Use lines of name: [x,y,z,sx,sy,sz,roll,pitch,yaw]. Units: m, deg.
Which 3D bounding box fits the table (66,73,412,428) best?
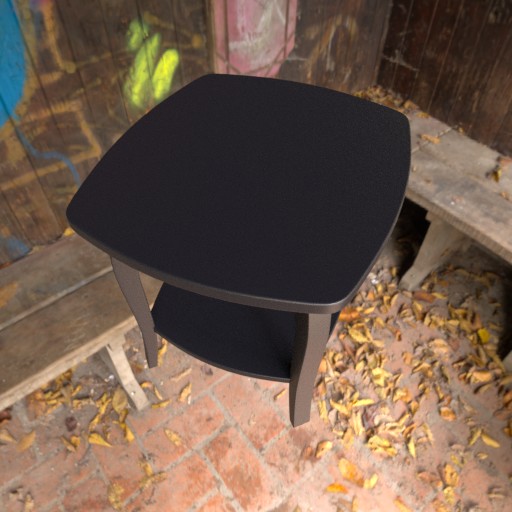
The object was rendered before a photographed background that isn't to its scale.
table: [0.000,0.000,0.856,0.457,0.457,0.508,17,51,15]
